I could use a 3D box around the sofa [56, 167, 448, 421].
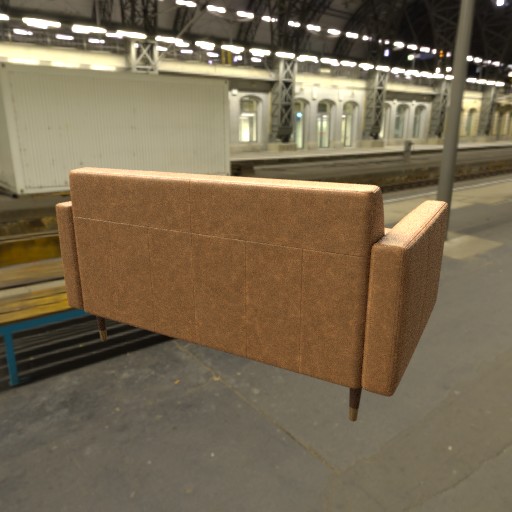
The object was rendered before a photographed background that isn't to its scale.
[{"bbox_3d":[0.000,0.000,2.068,1.549,0.820,0.960,9,19,28],"label":"sofa"}]
